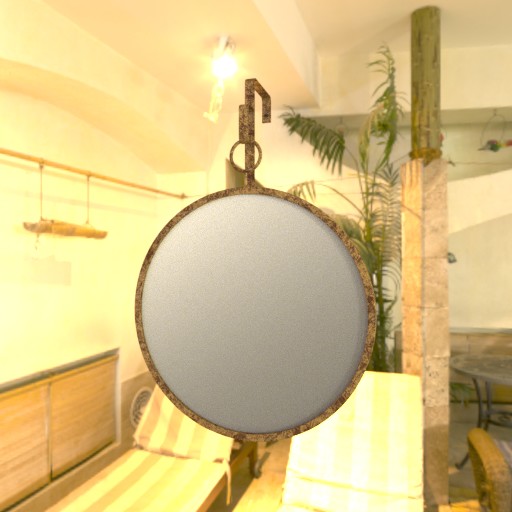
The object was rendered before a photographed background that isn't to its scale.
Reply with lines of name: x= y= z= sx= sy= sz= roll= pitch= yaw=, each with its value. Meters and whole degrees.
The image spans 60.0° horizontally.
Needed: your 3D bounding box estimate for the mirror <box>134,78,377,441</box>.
mirror: x=0.000 y=0.000 z=0.842 sx=0.447 sy=0.651 sz=0.144 roll=0 pitch=0 yaw=18
